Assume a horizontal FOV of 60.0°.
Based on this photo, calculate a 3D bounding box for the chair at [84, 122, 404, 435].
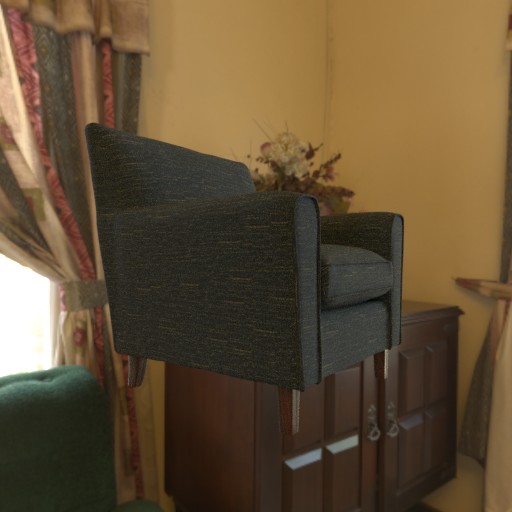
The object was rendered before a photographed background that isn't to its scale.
[{"bbox_3d":[0.000,0.000,1.633,0.873,0.928,0.864,0,0,37],"label":"chair"}]
